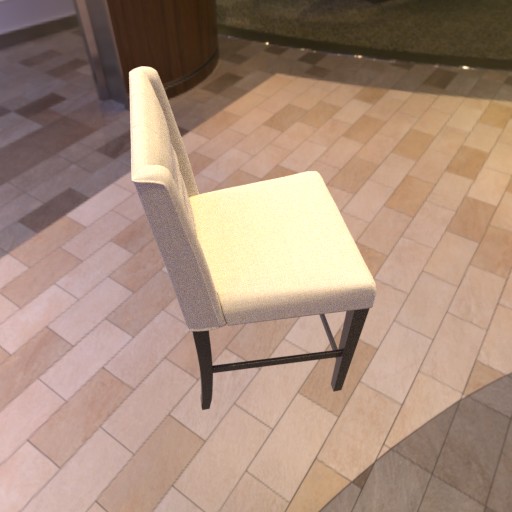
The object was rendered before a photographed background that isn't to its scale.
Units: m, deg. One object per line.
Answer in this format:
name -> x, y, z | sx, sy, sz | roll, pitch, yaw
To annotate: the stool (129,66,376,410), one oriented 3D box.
stool -> 0.000, 0.000, 1.242 | 0.509, 0.939, 0.474 | -9, 47, -8
